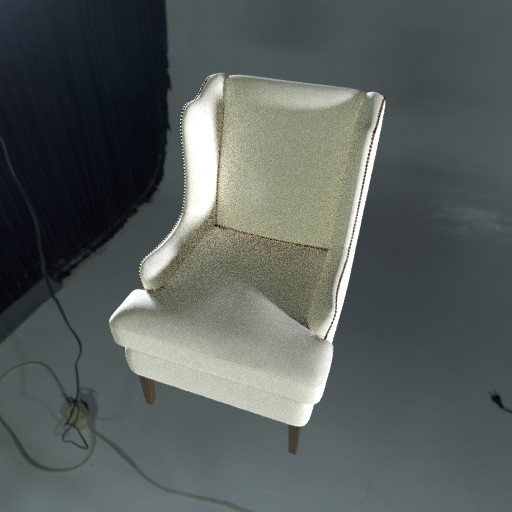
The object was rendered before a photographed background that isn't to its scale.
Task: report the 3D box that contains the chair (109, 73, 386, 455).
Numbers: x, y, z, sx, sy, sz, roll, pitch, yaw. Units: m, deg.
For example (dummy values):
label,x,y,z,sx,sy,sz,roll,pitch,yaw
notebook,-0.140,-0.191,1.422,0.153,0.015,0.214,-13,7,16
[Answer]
label,x,y,z,sx,sy,sz,roll,pitch,yaw
chair,0.000,0.000,1.677,0.737,1.029,0.940,13,43,15
